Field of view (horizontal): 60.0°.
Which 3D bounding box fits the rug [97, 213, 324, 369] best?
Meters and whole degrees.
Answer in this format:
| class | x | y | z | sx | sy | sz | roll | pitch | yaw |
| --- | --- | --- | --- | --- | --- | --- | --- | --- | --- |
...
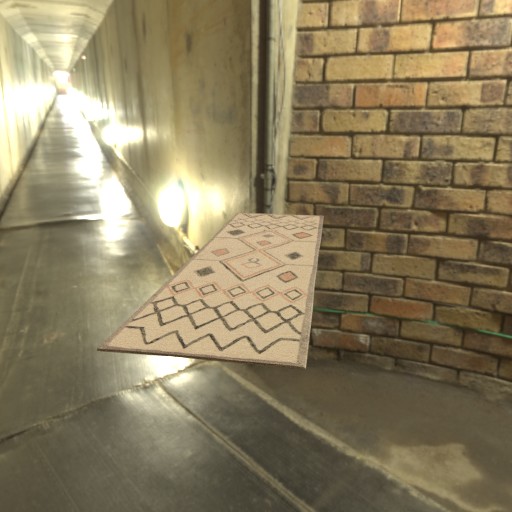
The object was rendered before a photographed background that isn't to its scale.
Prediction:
| class | x | y | z | sx | sy | sz | roll | pitch | yaw |
| --- | --- | --- | --- | --- | --- | --- | --- | --- | --- |
| rug | 0.000 | 0.000 | 2.678 | 0.750 | 0.011 | 2.435 | 3 | 18 | 9 |
